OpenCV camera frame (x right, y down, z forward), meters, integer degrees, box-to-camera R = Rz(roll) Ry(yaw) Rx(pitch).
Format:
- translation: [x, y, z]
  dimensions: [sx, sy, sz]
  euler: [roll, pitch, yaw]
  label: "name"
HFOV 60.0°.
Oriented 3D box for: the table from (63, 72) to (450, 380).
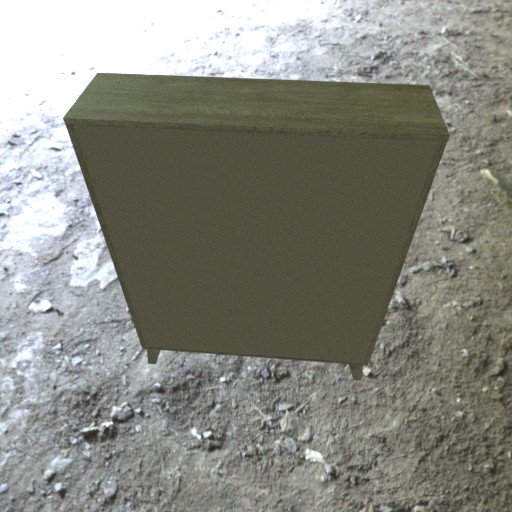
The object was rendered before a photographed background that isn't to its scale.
- translation: [0.000, 0.000, 1.527]
  dimensions: [0.902, 1.135, 0.256]
  euler: [4, 46, 3]
  label: "table"
